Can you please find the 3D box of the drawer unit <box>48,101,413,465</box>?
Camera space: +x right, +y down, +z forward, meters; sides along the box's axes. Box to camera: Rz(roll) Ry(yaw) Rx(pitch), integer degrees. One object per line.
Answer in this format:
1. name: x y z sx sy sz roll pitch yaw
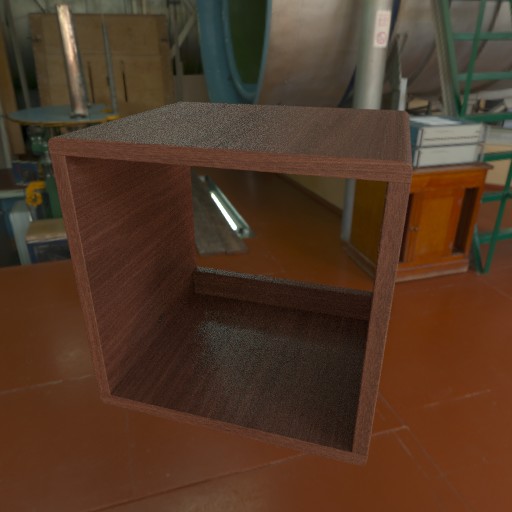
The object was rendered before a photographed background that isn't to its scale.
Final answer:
1. drawer unit: 0.000 0.000 0.598 0.349 0.351 0.290 8 27 15
